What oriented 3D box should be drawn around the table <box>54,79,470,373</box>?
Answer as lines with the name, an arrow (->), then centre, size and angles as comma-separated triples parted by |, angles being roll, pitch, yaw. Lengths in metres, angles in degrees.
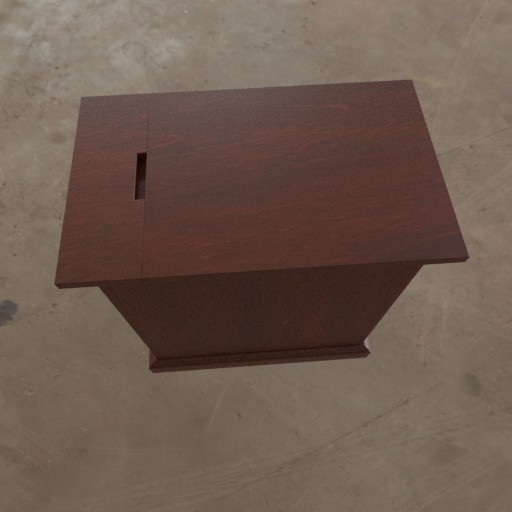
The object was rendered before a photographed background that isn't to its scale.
table -> 0.000, 0.000, 0.974 | 0.584, 0.612, 0.356 | -4, 63, -2
